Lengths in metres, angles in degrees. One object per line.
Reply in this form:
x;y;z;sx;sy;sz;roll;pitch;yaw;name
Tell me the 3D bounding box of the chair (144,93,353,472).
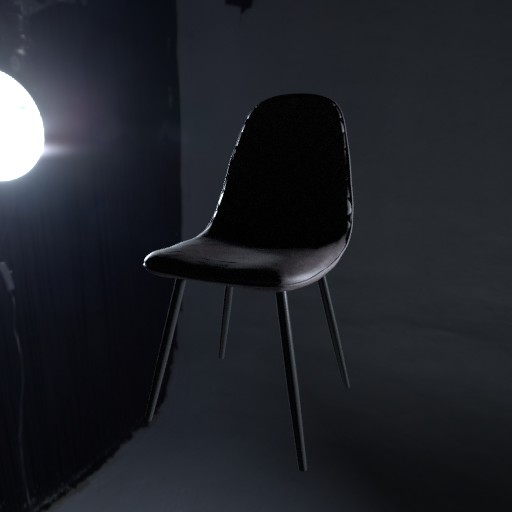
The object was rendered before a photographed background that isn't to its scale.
0.000;0.000;1.216;0.472;0.889;0.561;7;16;25;chair
